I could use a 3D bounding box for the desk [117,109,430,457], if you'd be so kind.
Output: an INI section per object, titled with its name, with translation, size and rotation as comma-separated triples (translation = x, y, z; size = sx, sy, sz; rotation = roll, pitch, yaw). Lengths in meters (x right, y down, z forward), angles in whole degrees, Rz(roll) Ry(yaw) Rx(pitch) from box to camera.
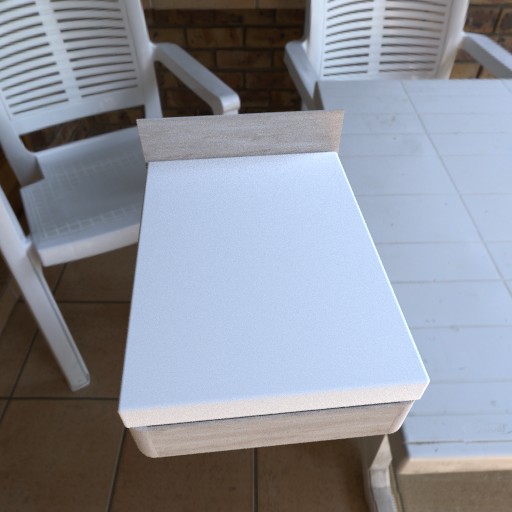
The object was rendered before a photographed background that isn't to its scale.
[desk]
translation = 0.000, 0.000, 2.611
size = 1.400, 0.800, 1.900
rotation = -4, 46, -4
